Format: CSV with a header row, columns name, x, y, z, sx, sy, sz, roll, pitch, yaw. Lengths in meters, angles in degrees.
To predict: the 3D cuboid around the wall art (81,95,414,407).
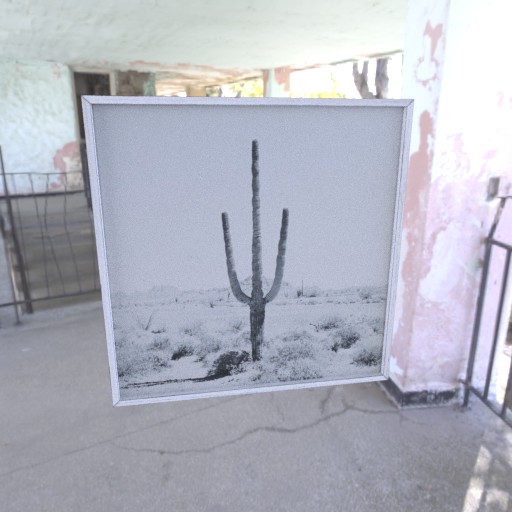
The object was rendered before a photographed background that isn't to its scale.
name,x,y,z,sx,sy,sz,roll,pitch,yaw
wall art,0.000,0.000,0.755,0.508,0.508,0.038,-3,16,-9
